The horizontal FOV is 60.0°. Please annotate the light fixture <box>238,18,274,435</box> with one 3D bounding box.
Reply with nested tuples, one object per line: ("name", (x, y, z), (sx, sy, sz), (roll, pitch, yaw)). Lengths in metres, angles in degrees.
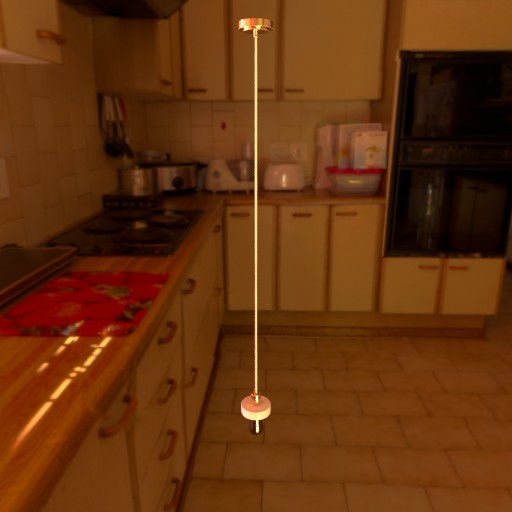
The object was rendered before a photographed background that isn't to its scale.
("light fixture", (0.000, 0.000, 1.754), (0.129, 1.669, 0.129), (-9, 18, -27))
